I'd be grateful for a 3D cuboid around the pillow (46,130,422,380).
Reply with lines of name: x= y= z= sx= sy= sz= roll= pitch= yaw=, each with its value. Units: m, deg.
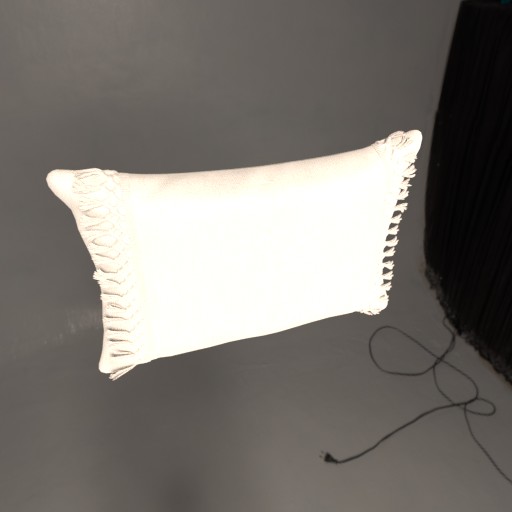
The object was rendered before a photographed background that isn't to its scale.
pillow: x=0.000 y=0.000 z=0.604 sx=0.466 sy=0.305 sz=0.084 roll=-10 pitch=34 yaw=-15
